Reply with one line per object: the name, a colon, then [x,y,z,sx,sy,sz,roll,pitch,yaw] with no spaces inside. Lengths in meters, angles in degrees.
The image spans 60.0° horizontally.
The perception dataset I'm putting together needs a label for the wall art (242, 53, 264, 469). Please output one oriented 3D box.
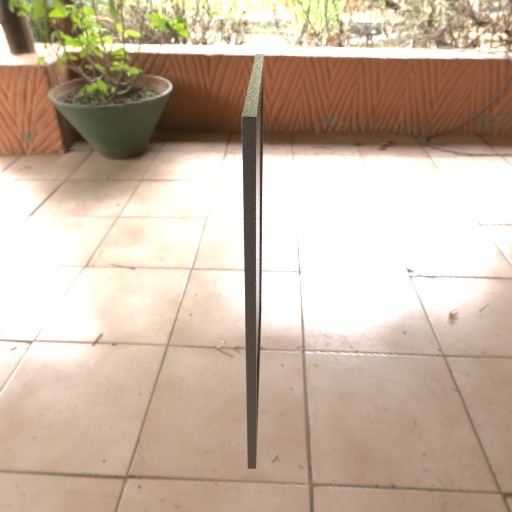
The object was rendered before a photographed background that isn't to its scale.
wall art: [0.000,0.000,0.692,0.013,0.529,0.376,1,32,2]
